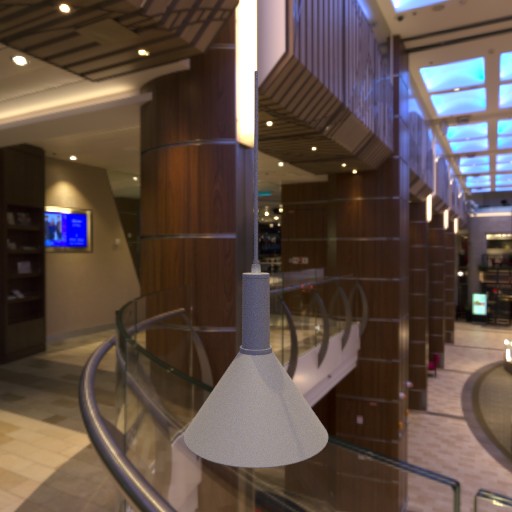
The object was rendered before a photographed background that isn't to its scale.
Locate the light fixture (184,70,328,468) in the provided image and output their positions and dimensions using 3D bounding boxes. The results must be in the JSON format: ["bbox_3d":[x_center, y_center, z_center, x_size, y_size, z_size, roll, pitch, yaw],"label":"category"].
[{"bbox_3d":[0.000,0.000,0.824,0.267,0.683,0.267,0,1,-18],"label":"light fixture"}]
